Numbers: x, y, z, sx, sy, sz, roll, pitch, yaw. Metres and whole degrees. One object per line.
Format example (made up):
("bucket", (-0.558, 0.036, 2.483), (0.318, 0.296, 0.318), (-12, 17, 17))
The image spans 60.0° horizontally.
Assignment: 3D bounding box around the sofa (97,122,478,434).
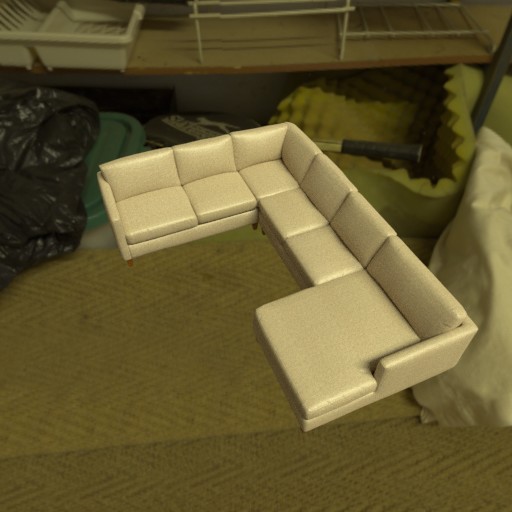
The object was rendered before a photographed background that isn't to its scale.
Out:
("sofa", (0.000, 0.000, 4.564), (2.594, 0.961, 3.460), (-17, 49, -15))
